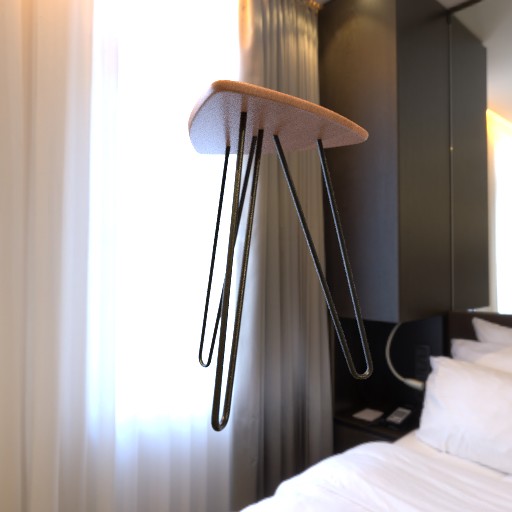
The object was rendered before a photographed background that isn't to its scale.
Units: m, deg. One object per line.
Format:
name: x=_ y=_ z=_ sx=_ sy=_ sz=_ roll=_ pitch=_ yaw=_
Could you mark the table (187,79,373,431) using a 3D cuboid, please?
table: x=0.000 y=0.000 z=0.903 sx=0.442 sy=0.564 sz=0.455 roll=0 pitch=-1 yaw=17
